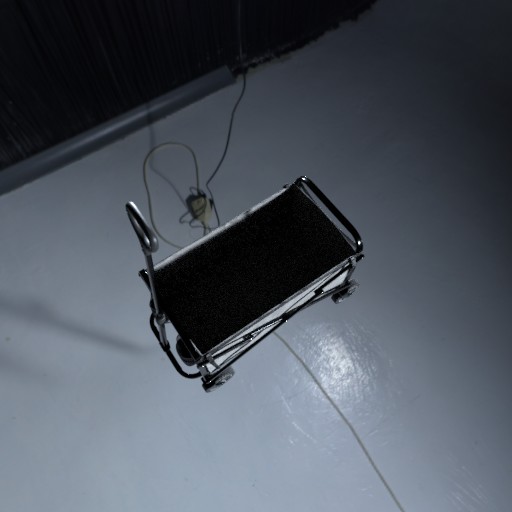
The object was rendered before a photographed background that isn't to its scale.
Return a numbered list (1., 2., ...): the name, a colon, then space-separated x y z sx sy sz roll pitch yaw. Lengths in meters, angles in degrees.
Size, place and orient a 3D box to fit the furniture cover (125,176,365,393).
1. furniture cover: 0.000 0.000 1.834 1.038 1.295 0.532 -32 67 -15
